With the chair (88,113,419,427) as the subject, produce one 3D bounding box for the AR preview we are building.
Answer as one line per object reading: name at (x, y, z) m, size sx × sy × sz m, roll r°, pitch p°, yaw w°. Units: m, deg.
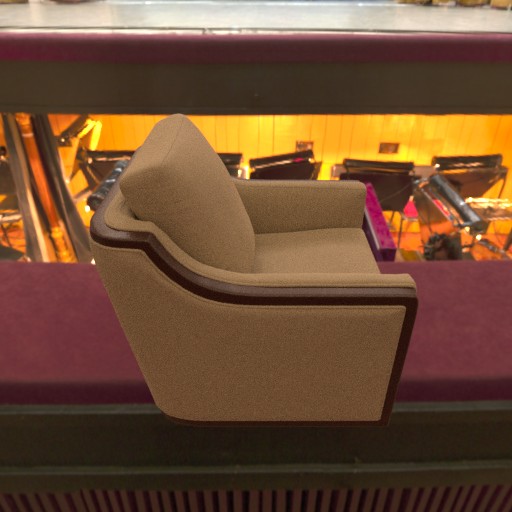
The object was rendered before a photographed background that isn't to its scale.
chair at (0.000, 0.000, 1.667) m, size 0.950 × 0.930 × 0.870 m, roll 0°, pitch 33°, yaw 0°
